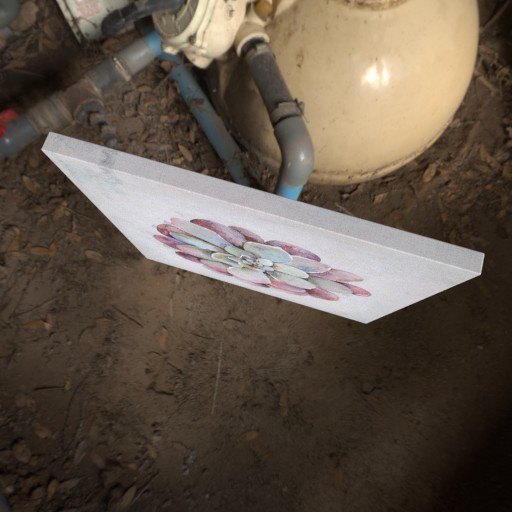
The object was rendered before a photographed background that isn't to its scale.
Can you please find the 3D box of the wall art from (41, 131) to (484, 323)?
[{"bbox_3d":[0.000,0.000,1.107,0.762,0.762,0.041,16,76,4],"label":"wall art"}]
